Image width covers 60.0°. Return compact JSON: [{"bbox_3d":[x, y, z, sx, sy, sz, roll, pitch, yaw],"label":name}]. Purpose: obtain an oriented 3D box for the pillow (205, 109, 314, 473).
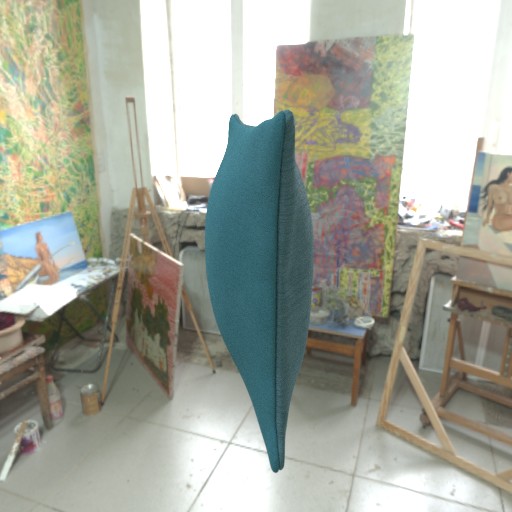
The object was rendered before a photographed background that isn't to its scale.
[{"bbox_3d":[0.000,0.000,0.671,0.151,0.415,0.433,-3,17,-9],"label":"pillow"}]
